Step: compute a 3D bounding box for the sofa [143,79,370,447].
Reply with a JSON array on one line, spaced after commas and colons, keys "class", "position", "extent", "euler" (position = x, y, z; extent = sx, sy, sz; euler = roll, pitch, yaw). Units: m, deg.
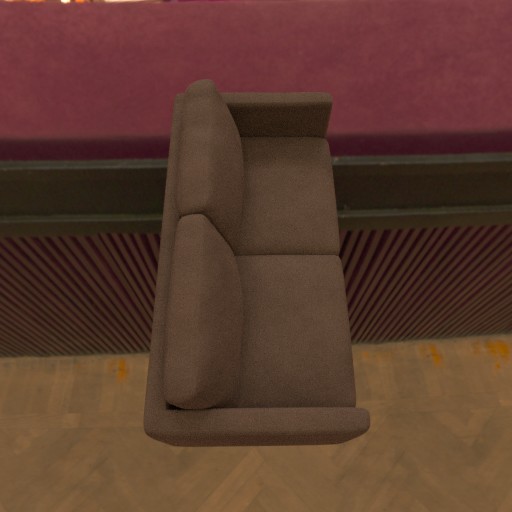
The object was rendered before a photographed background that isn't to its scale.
[{"class": "sofa", "position": [0.000, 0.000, 2.423], "extent": [0.950, 0.963, 1.884], "euler": [-1, 64, 0]}]
